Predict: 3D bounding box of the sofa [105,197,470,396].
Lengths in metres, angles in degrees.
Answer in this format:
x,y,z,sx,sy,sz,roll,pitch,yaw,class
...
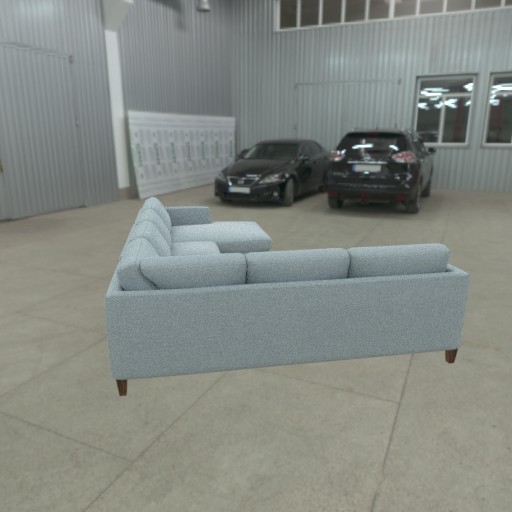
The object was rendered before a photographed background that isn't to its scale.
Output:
x,y,z,sx,sy,sz,roll,pitch,yaw,class
0.000,0.000,4.591,2.551,0.889,3.403,-3,16,-10,sofa
